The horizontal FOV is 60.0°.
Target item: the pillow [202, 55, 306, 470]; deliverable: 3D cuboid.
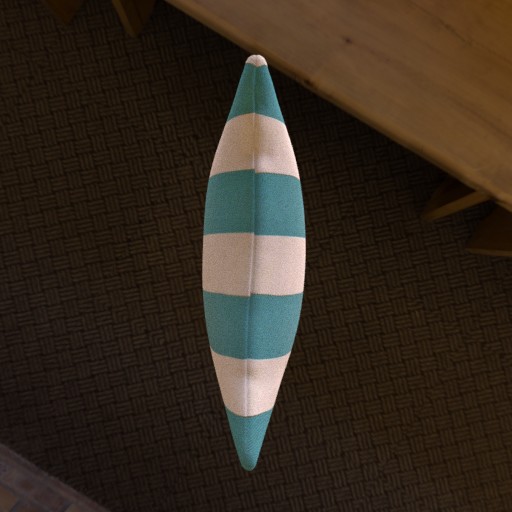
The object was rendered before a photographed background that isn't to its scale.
[{"bbox_3d":[0.000,0.000,0.812,0.189,0.526,0.536,0,90,0],"label":"pillow"}]
